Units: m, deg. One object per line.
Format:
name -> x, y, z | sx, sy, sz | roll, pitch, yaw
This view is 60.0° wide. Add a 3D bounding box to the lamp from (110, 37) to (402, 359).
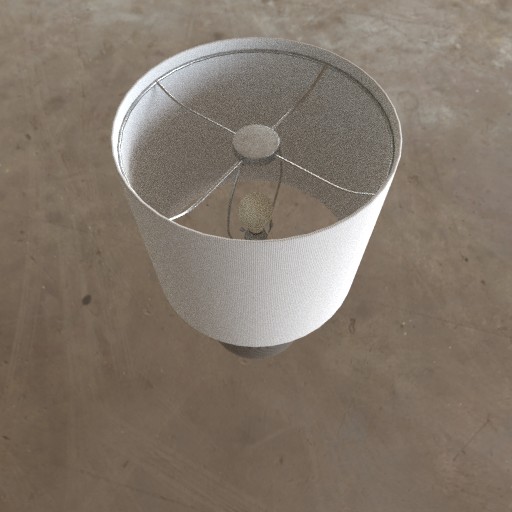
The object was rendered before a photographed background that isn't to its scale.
lamp -> 0.000, 0.000, 0.473 | 0.207, 0.366, 0.207 | 32, 64, 18
